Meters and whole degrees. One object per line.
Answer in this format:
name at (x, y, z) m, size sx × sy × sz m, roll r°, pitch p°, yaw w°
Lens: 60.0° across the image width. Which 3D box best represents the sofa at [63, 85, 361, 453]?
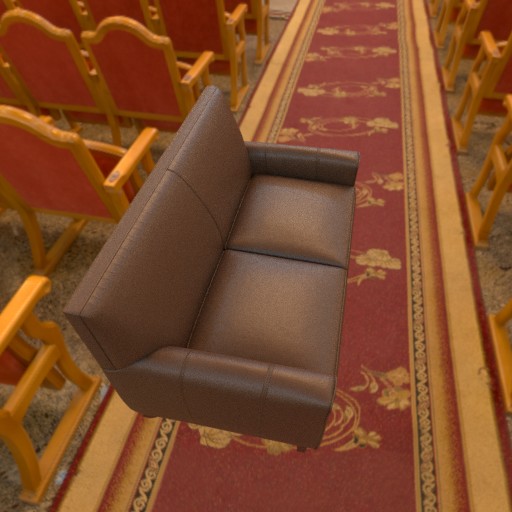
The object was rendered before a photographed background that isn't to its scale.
sofa at (0.000, 0.000, 2.032) m, size 0.853 × 0.859 × 1.468 m, roll 9°, pitch 47°, yaw 9°
